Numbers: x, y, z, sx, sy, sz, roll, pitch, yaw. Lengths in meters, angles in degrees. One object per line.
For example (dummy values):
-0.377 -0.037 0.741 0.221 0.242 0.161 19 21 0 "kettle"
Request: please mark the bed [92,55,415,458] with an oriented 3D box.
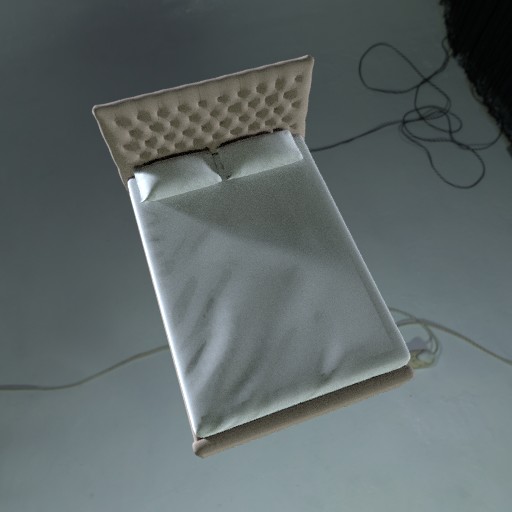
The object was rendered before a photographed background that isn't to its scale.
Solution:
0.000 0.000 3.397 1.698 1.427 2.387 -17 65 -8 "bed"
